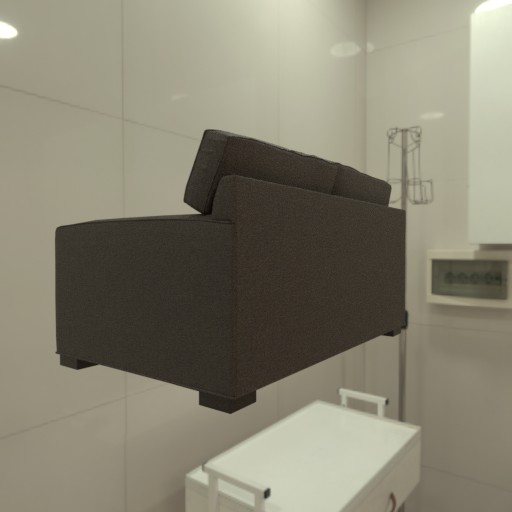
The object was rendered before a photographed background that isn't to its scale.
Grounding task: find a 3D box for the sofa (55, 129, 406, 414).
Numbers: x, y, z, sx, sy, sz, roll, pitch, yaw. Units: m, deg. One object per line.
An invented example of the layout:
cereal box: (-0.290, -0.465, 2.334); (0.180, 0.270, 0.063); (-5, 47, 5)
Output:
sofa: (0.000, 0.000, 2.164); (0.974, 0.887, 1.534); (1, 1, 36)
